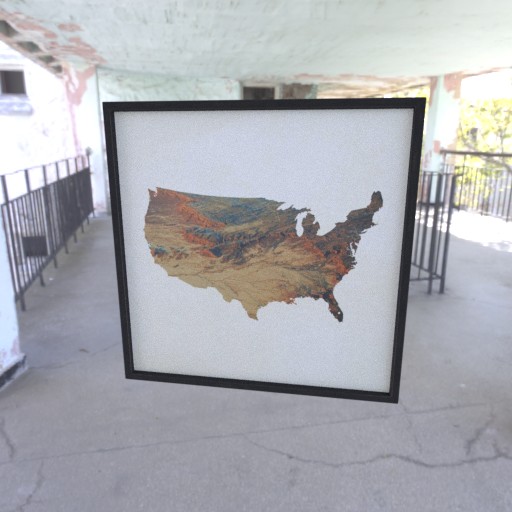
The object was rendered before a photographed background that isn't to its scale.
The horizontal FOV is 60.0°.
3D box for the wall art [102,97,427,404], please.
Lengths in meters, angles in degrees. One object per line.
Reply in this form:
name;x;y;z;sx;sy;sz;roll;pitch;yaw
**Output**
wall art;0.000;0.000;0.456;0.304;0.303;0.015;2;15;9
